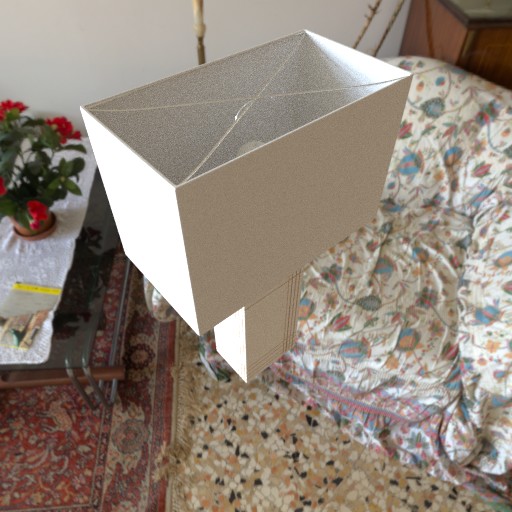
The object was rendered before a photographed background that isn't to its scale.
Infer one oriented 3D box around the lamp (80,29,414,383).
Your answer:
[{"bbox_3d":[0.000,0.000,0.689,0.334,0.543,0.182,-32,54,-26],"label":"lamp"}]
